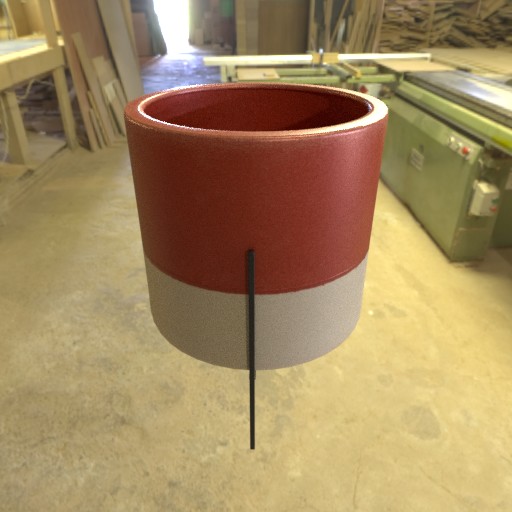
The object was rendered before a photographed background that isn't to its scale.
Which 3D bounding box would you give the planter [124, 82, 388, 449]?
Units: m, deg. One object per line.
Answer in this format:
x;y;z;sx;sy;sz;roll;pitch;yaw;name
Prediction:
0.000;0.000;0.700;0.345;0.465;0.354;1;30;2;planter
